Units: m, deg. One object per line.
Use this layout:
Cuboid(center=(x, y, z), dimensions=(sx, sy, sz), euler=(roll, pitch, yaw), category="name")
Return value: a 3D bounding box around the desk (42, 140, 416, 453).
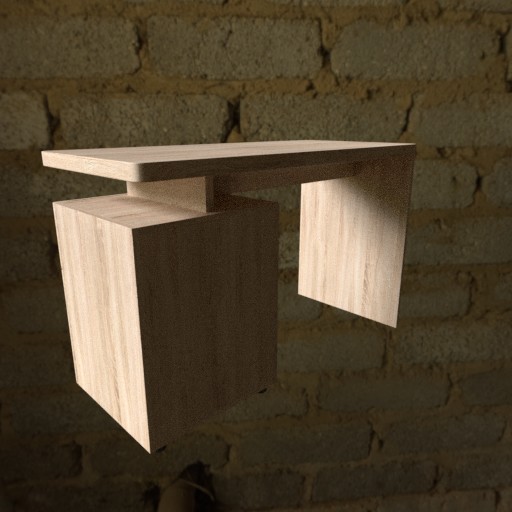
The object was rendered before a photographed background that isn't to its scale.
Cuboid(center=(0.000, 0.000, 1.589), dimensions=(1.200, 0.760, 0.550), euler=(-16, 23, -42), category="desk")
